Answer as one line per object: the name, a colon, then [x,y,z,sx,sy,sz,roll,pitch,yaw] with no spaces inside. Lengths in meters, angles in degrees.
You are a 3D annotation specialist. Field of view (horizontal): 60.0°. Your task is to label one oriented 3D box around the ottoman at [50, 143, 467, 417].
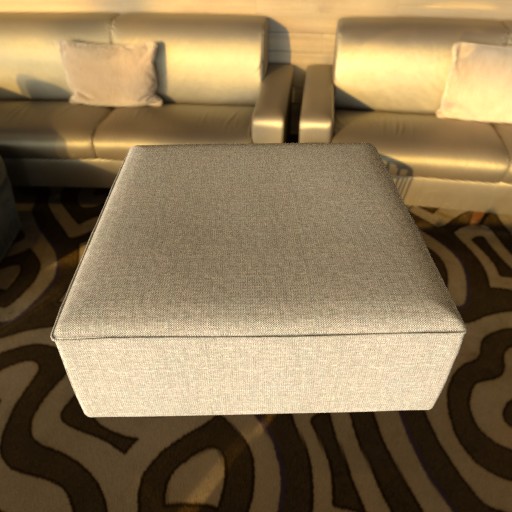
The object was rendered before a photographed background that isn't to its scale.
ottoman: [0.000,0.000,1.535,1.023,0.423,1.017,-1,40,-1]
